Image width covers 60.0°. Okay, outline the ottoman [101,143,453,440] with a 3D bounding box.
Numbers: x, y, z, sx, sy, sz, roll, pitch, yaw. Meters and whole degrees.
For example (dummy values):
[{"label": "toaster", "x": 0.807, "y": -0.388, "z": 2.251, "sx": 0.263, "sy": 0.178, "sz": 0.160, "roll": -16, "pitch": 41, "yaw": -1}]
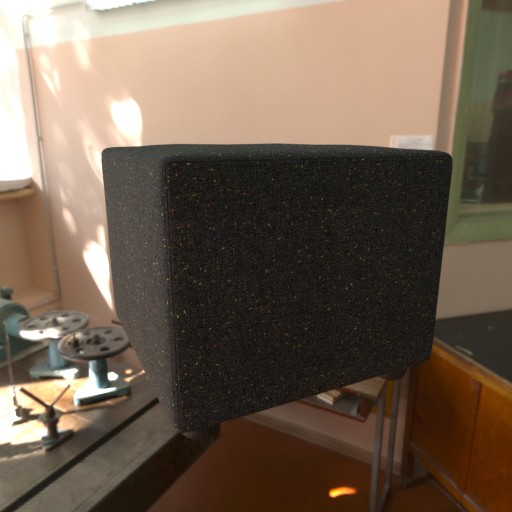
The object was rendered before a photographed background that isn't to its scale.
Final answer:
[{"label": "ottoman", "x": 0.000, "y": 0.000, "z": 0.882, "sx": 0.508, "sy": 0.432, "sz": 0.508, "roll": -7, "pitch": 16, "yaw": -25}]
